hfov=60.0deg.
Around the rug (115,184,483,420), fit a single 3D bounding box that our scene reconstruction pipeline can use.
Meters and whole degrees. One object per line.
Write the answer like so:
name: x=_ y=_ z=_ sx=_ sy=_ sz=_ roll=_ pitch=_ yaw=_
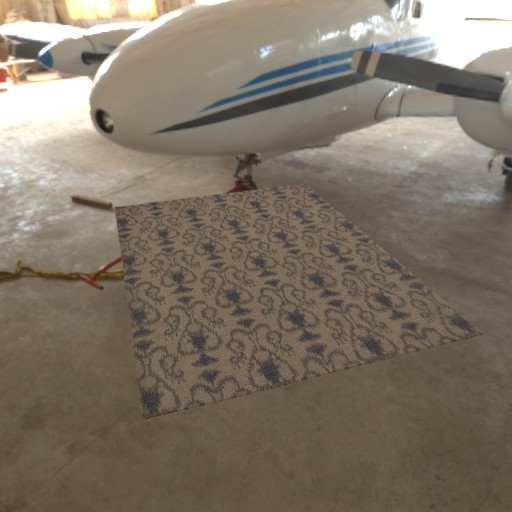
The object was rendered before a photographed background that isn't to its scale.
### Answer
rug: x=0.000 y=0.000 z=4.201 sx=2.437 sy=0.015 sz=3.205 roll=-9 pitch=31 yaw=-16
